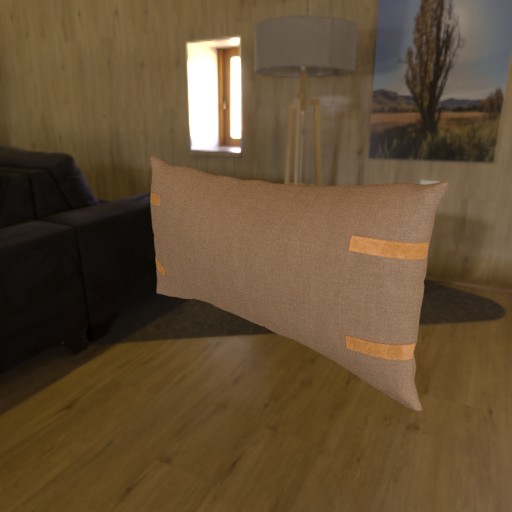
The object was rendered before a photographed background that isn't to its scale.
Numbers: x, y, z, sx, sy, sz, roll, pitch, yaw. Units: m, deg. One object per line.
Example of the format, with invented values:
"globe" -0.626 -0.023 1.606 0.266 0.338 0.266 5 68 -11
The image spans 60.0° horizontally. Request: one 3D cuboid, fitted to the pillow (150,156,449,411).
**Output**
"pillow" 0.000 0.000 0.749 0.612 0.308 0.148 16 24 41
